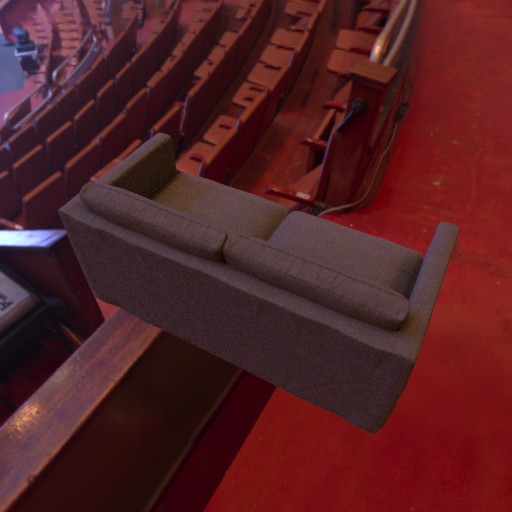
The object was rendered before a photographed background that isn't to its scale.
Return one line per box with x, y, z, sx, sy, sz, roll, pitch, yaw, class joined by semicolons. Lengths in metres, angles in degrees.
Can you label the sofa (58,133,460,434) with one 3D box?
0.000;0.000;2.562;1.982;0.855;0.953;21;50;19;sofa
